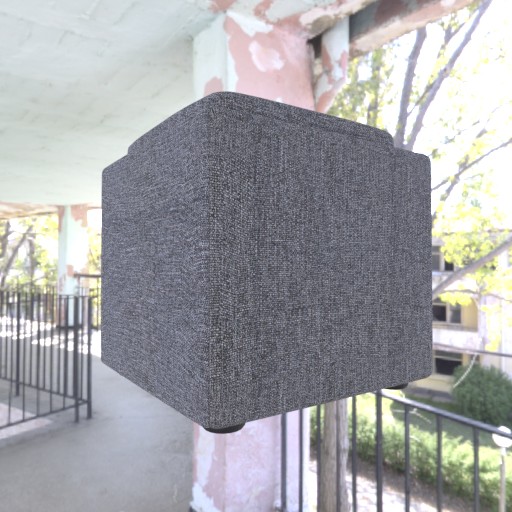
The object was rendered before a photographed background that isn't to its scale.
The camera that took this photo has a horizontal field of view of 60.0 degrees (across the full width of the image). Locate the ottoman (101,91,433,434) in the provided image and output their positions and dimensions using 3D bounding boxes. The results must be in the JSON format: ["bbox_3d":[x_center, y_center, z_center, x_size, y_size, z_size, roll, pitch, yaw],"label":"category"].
[{"bbox_3d":[0.000,0.000,0.825,0.450,0.460,0.450,1,-1,-35],"label":"ottoman"}]
